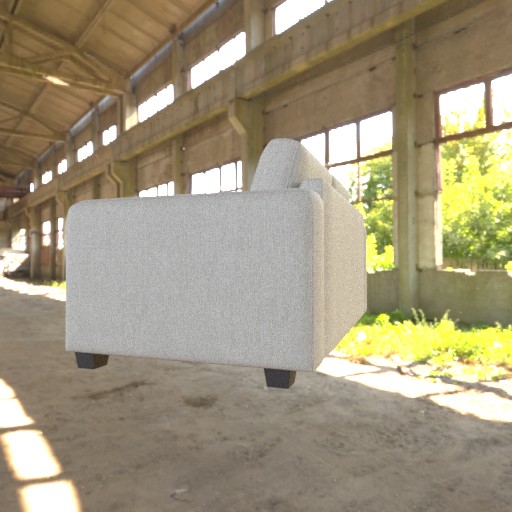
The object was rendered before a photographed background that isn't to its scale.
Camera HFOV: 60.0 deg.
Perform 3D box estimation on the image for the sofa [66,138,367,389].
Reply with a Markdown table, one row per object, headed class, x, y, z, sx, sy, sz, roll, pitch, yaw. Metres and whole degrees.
| class | x | y | z | sx | sy | sz | roll | pitch | yaw |
| --- | --- | --- | --- | --- | --- | --- | --- | --- | --- |
| sofa | 0.000 | 0.000 | 2.110 | 0.900 | 0.800 | 1.540 | 0 | 0 | 19 |
